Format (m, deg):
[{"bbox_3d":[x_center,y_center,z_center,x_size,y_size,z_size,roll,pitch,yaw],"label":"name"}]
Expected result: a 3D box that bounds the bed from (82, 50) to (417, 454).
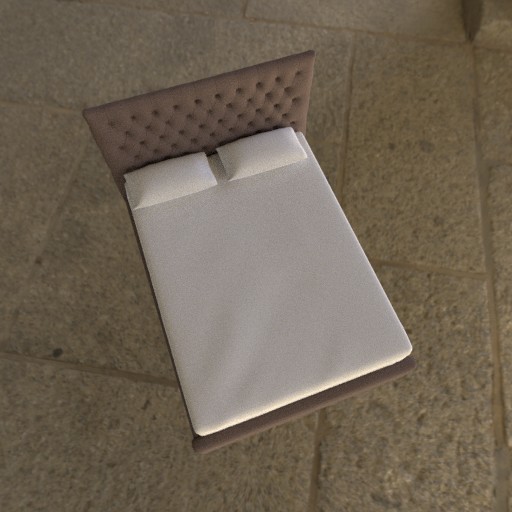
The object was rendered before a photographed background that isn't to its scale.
[{"bbox_3d":[0.000,0.000,3.267,1.696,1.426,2.233,-18,66,-8],"label":"bed"}]
